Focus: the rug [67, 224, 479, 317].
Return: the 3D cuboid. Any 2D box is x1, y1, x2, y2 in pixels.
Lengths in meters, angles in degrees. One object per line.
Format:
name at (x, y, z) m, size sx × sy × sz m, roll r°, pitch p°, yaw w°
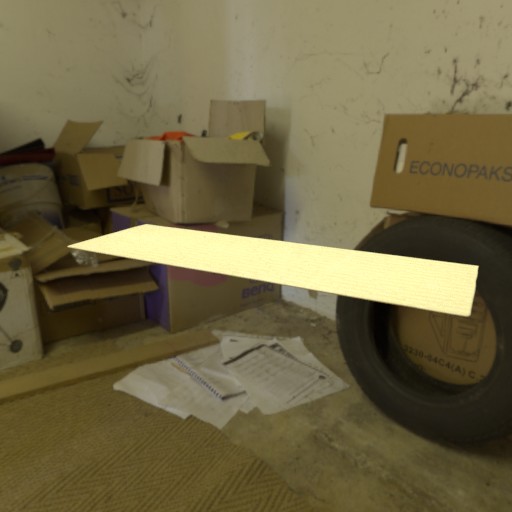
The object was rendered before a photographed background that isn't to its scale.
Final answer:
rug at (0.000, 0.000, 2.732) m, size 2.450 × 0.014 × 0.793 m, roll 8°, pitch 18°, yaw 27°
